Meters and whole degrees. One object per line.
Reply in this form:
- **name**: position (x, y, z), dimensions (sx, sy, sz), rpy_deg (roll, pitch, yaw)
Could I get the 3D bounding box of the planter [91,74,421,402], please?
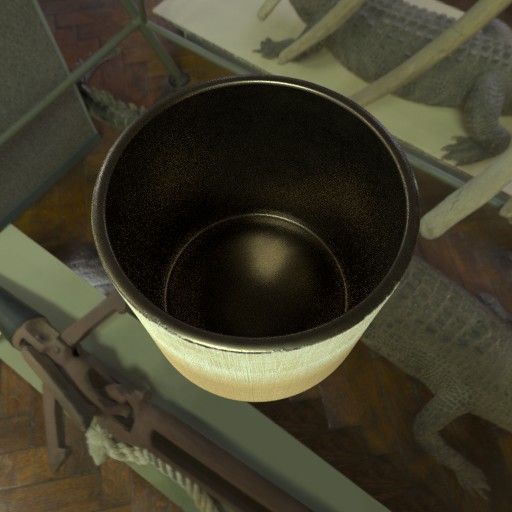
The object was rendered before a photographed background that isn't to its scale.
- **planter**: position (0.000, 0.000, 0.383), dimensions (0.221, 0.201, 0.221), rpy_deg (0, 64, 0)
